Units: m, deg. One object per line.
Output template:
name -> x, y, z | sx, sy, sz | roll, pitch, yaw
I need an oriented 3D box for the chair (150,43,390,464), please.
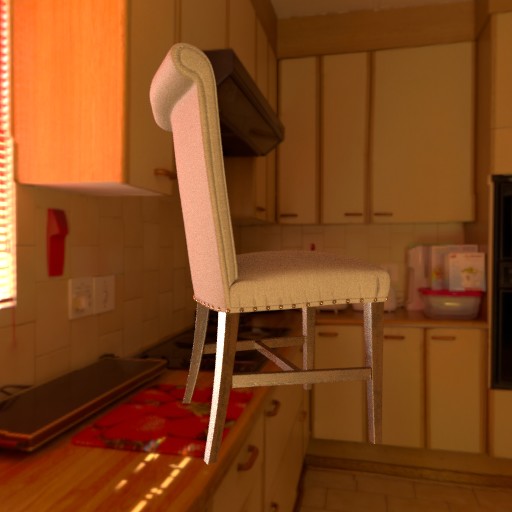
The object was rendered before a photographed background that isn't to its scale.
chair -> 0.000, 0.000, 1.320 | 0.608, 0.988, 0.513 | 0, 1, -17
